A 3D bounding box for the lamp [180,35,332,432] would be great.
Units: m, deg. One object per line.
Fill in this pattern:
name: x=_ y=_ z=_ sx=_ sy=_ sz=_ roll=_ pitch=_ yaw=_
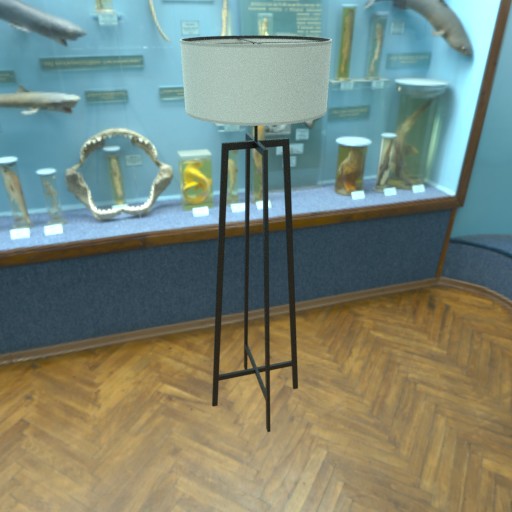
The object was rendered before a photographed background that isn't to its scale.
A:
lamp: x=0.000 y=0.000 z=1.716 sx=0.456 sy=1.510 sz=0.457 roll=-8 pitch=30 yaw=-14
